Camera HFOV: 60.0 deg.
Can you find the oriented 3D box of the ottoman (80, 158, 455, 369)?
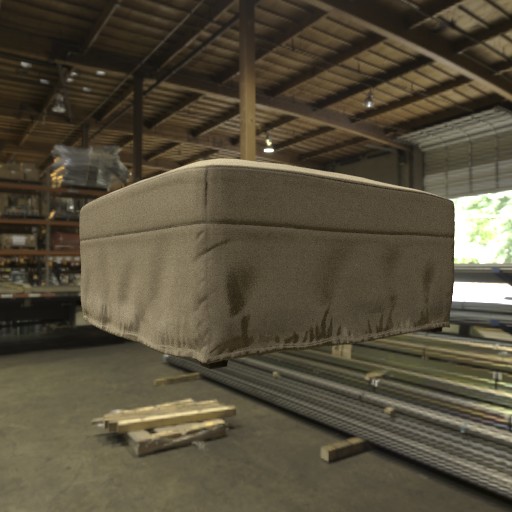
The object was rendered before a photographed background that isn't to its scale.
[{"bbox_3d":[0.000,0.000,1.348,0.843,0.436,0.840,1,-1,-36],"label":"ottoman"}]
